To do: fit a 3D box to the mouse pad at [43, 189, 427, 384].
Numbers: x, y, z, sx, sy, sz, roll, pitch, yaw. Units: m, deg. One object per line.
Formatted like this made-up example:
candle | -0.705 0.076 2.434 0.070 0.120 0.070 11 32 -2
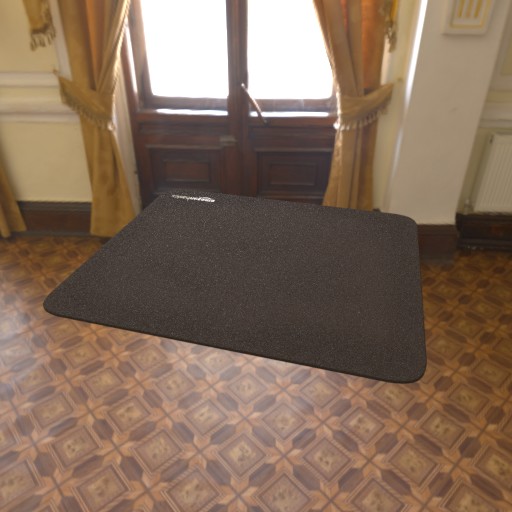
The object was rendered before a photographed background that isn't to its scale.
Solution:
mouse pad | 0.000 0.000 0.350 0.249 0.002 0.211 8 33 13
